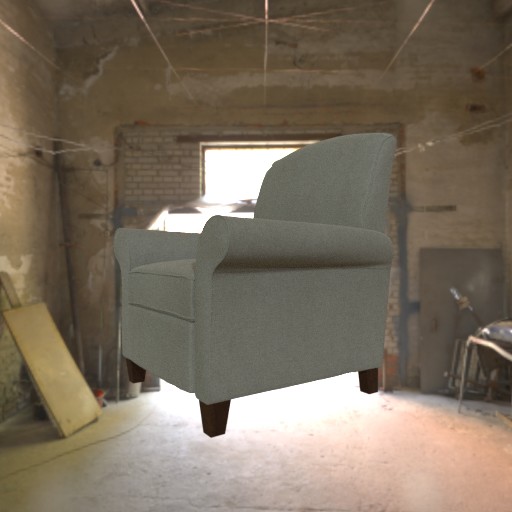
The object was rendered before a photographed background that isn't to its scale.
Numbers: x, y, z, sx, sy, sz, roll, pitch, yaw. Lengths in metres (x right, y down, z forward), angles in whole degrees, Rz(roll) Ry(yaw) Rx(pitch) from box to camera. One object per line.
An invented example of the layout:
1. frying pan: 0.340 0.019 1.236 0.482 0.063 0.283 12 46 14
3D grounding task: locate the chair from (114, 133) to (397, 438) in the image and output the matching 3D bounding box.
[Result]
1. chair: 0.000 0.000 1.822 0.905 1.061 0.978 0 1 -35
